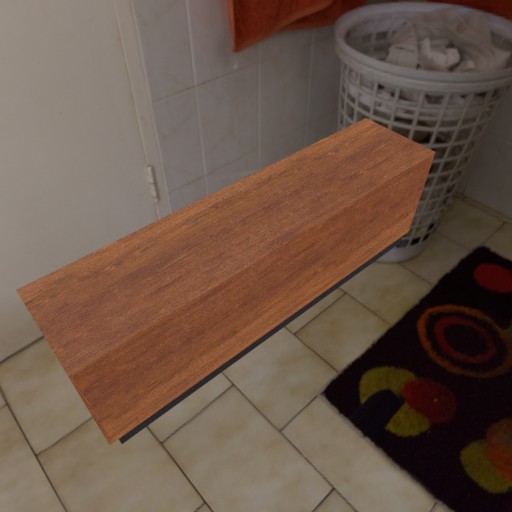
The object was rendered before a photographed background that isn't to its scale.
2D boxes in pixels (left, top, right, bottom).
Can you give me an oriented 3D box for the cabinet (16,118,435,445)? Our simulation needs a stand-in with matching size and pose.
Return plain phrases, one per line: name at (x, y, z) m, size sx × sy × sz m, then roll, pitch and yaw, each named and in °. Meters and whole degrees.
cabinet at (0.000, 0.000, 1.780) m, size 1.600 × 0.510 × 0.419 m, roll -31°, pitch 53°, yaw -27°
